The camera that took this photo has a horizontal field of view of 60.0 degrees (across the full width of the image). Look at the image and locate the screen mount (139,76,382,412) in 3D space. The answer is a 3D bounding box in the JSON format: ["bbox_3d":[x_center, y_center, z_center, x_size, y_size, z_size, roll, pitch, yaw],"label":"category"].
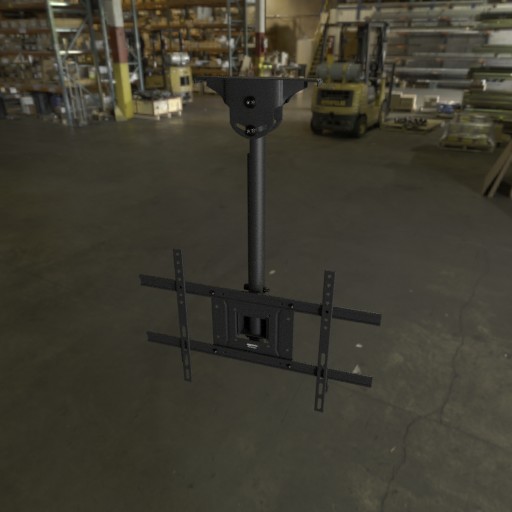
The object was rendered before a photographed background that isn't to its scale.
[{"bbox_3d":[0.000,0.000,1.037,0.595,0.775,0.090,8,27,16],"label":"screen mount"}]
